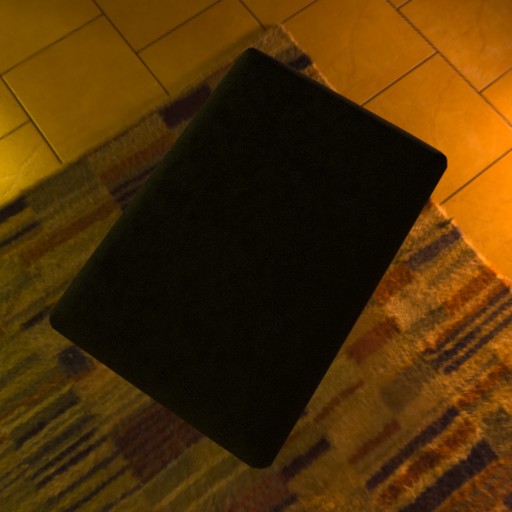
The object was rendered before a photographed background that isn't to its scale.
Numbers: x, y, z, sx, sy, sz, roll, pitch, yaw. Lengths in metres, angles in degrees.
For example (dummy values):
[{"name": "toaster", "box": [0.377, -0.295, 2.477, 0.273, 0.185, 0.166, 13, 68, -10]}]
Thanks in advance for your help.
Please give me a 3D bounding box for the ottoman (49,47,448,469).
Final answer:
[{"name": "ottoman", "box": [0.000, 0.000, 1.197, 0.587, 0.498, 0.835, 32, 79, 7]}]
